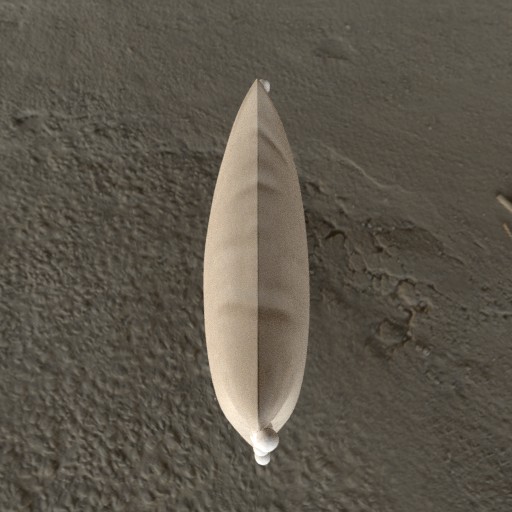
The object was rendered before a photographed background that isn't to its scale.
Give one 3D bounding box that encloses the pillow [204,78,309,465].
[{"bbox_3d":[0.000,0.000,0.838,0.201,0.322,0.709,0,60,0],"label":"pillow"}]
